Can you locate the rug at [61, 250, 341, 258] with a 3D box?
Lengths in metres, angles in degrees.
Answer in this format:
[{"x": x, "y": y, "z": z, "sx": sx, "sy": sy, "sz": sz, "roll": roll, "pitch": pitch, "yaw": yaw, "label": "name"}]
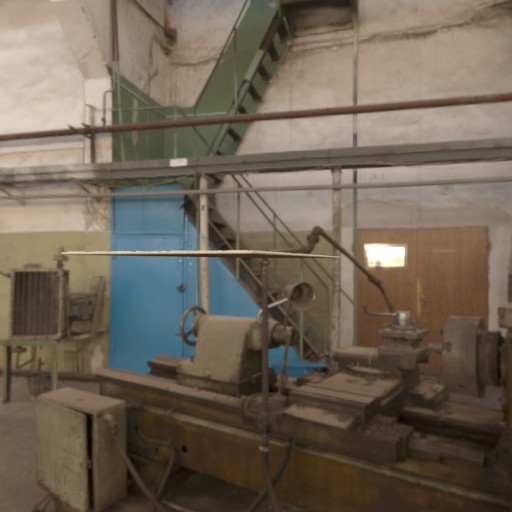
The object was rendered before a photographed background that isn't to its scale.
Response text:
[{"x": 0.000, "y": 0.000, "z": 2.405, "sx": 0.662, "sy": 0.011, "sz": 2.196, "roll": 0, "pitch": -1, "yaw": 17, "label": "rug"}]
